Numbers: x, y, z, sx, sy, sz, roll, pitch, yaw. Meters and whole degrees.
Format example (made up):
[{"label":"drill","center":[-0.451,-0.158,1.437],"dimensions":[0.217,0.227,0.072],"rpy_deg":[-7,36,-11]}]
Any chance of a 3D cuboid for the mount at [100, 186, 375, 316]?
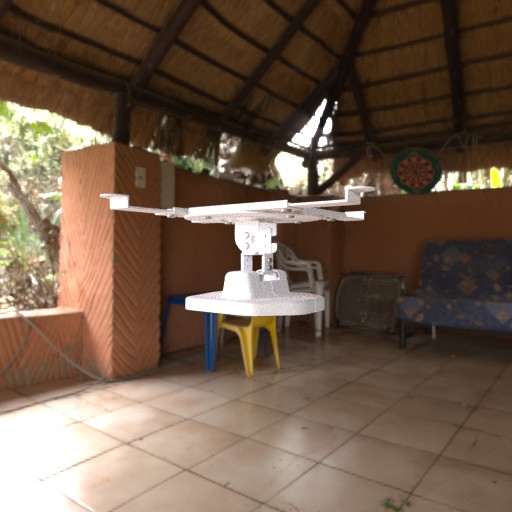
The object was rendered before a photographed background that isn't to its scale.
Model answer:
[{"label":"mount","center":[0.000,0.000,0.616],"dimensions":[0.394,0.141,0.394],"rpy_deg":[0,1,36]}]
